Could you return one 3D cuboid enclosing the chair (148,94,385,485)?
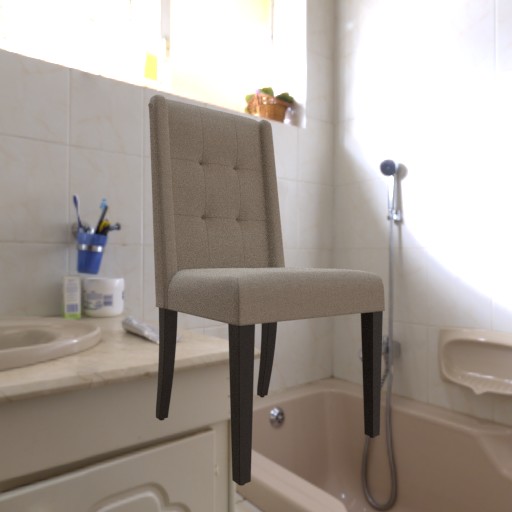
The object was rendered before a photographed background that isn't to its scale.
[{"bbox_3d":[0.000,0.000,1.247,0.474,0.961,0.523,1,-1,-36],"label":"chair"}]
